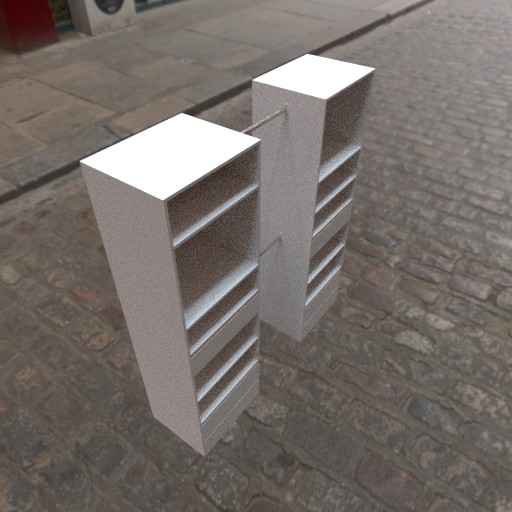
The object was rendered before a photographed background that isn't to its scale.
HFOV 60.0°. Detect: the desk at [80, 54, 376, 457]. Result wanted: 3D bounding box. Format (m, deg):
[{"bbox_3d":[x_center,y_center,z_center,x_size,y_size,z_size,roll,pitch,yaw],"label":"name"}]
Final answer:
[{"bbox_3d":[0.000,0.000,2.892,0.480,2.000,1.770,26,47,27],"label":"desk"}]
